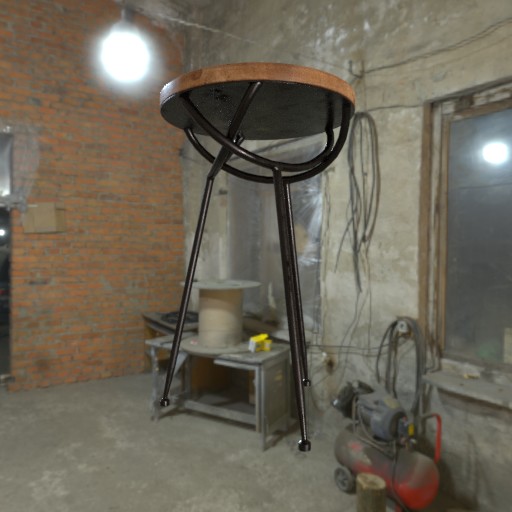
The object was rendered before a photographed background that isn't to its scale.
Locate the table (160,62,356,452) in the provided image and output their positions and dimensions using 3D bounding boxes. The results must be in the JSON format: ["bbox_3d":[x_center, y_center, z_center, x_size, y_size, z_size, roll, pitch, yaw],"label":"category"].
[{"bbox_3d":[0.000,0.000,0.960,0.418,0.664,0.414,0,1,20],"label":"table"}]
